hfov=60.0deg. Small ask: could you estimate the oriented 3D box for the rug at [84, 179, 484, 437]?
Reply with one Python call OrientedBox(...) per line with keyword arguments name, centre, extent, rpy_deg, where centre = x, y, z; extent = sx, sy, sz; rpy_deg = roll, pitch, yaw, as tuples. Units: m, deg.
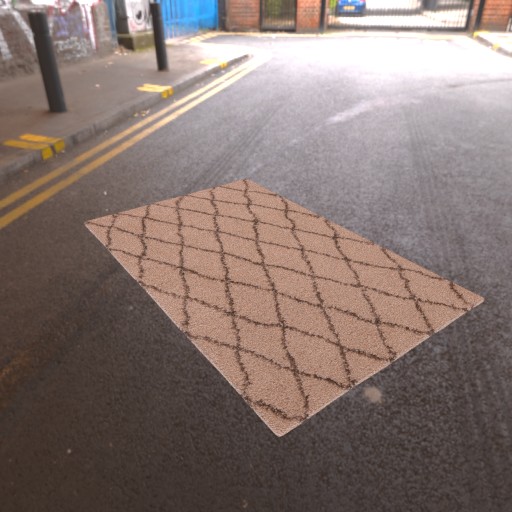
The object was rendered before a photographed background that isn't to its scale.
OrientedBox(name="rug", centre=(0.000, 0.000, 3.447), extent=(1.778, 0.030, 2.743), rpy_deg=(-21, 37, -31))
